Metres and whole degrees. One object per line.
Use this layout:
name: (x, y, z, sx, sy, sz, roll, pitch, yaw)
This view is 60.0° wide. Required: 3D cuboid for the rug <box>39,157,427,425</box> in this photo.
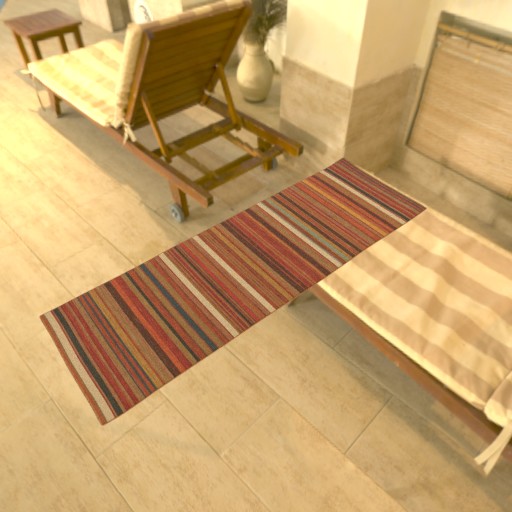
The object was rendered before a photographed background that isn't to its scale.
rug: (0.000, 0.000, 2.759, 2.444, 0.030, 0.799, -30, 53, -26)
